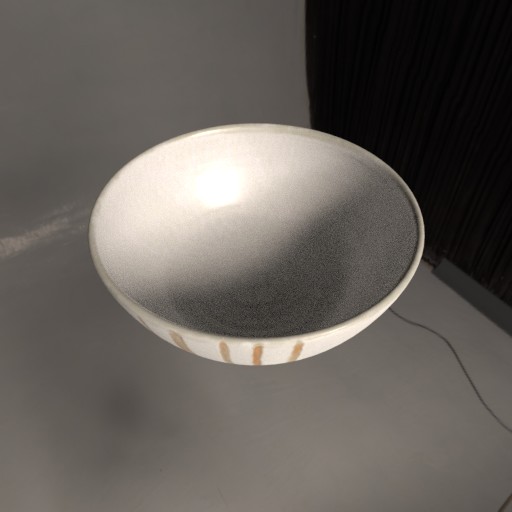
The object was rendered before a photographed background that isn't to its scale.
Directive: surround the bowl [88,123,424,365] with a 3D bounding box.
[{"bbox_3d":[0.000,0.000,0.406,0.268,0.121,0.268,0,46,0],"label":"bowl"}]
